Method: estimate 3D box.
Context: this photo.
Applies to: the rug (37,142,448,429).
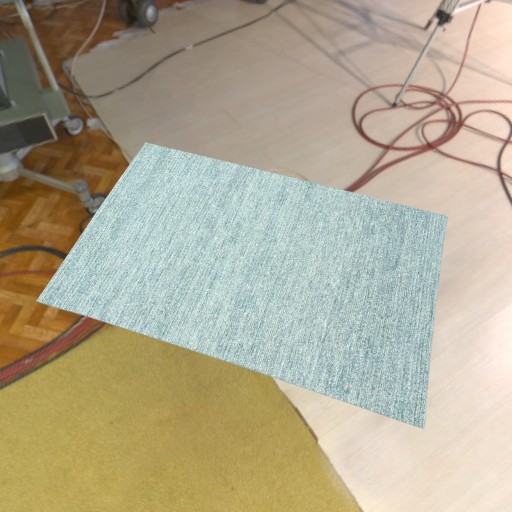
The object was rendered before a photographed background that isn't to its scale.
[{"bbox_3d":[0.000,0.000,2.285,1.853,0.022,1.174,16,58,10],"label":"rug"}]
